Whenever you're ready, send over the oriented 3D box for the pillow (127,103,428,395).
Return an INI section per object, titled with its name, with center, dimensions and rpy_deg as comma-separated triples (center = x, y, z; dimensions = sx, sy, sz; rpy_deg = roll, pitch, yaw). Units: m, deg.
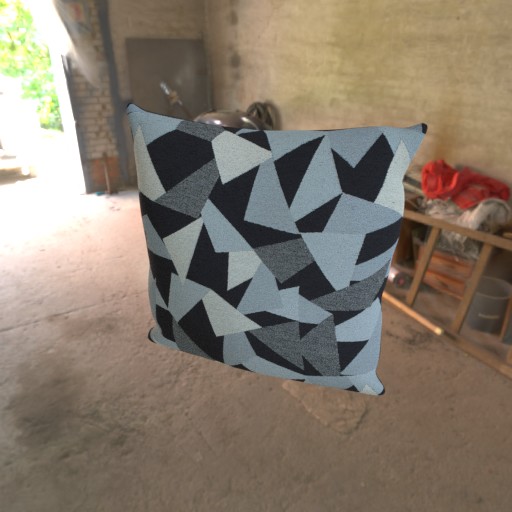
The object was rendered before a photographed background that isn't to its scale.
[pillow]
center = 0.000, 0.000, 0.786
dimensions = 0.503, 0.496, 0.208
rpy_deg = 9, 27, 18
